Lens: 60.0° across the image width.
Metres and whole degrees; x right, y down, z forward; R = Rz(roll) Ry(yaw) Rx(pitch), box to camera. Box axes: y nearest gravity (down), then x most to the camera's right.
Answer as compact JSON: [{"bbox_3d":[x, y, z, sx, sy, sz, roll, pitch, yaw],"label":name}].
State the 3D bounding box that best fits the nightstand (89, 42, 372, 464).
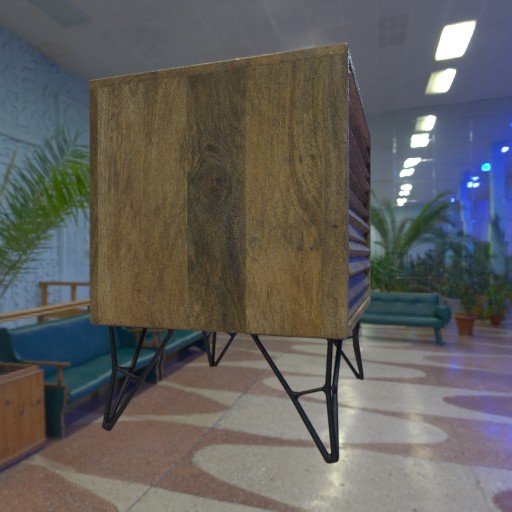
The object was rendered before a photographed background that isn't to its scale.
[{"bbox_3d":[0.000,0.000,0.855,0.406,0.559,0.457,0,0,18],"label":"nightstand"}]
